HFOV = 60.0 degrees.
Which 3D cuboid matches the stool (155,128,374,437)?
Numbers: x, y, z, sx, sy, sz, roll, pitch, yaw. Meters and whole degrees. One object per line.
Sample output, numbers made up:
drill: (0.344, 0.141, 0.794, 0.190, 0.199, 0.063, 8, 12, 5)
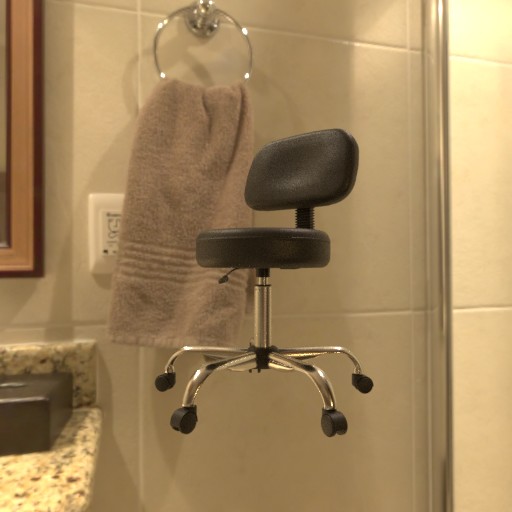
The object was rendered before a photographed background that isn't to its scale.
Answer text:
stool: (0.000, 0.000, 1.320, 0.673, 0.862, 0.648, -1, -1, 37)
